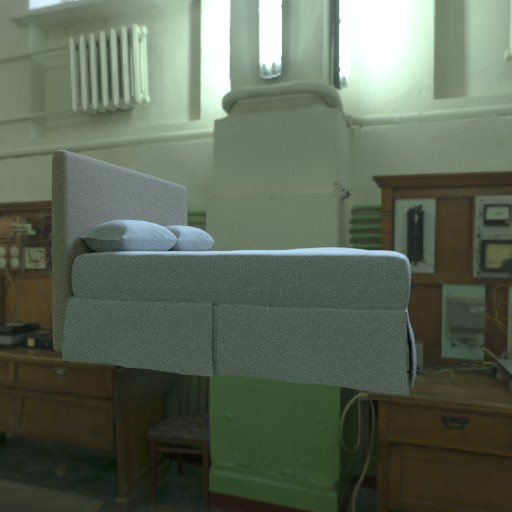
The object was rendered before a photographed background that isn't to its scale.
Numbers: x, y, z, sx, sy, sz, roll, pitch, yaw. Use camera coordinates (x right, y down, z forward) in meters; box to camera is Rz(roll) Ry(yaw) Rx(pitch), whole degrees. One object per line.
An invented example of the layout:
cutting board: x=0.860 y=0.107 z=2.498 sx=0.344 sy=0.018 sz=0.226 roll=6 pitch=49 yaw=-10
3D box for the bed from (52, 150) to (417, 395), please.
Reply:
bed: x=0.000 y=0.000 z=3.195 sx=2.142 sy=1.330 sz=1.748 roll=0 pitch=1 yaw=18
